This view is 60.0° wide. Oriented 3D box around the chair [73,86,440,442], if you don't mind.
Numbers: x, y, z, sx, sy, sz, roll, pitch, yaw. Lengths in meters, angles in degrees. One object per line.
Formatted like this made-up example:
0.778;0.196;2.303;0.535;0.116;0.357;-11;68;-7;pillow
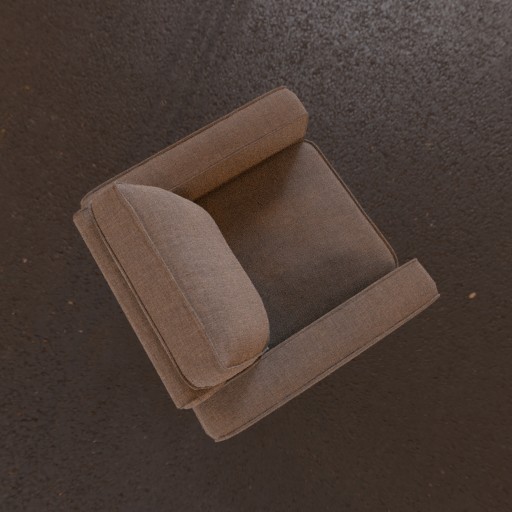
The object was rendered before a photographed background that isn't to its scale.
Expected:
0.000;0.000;1.707;0.940;0.914;1.016;-31;78;-8;chair
